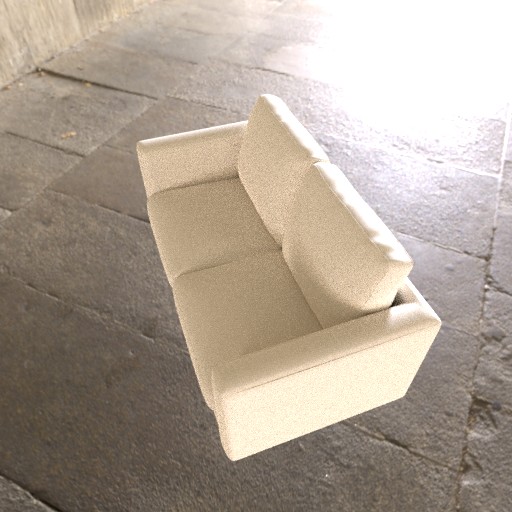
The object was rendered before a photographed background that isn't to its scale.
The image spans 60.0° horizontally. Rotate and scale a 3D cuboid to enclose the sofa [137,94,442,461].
[{"bbox_3d":[0.000,0.000,1.979,0.796,0.908,1.430,-15,49,-14],"label":"sofa"}]
